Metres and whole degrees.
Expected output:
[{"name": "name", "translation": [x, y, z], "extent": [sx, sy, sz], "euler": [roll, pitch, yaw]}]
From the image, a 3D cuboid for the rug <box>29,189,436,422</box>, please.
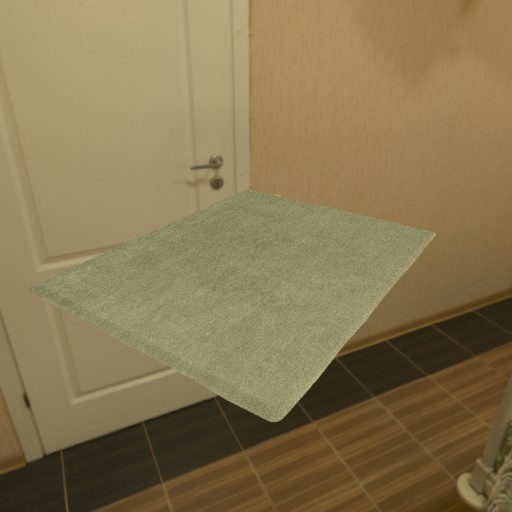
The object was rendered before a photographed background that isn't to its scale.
[{"name": "rug", "translation": [0.000, 0.000, 3.896], "extent": [2.332, 0.027, 2.933], "euler": [18, 32, 31]}]
